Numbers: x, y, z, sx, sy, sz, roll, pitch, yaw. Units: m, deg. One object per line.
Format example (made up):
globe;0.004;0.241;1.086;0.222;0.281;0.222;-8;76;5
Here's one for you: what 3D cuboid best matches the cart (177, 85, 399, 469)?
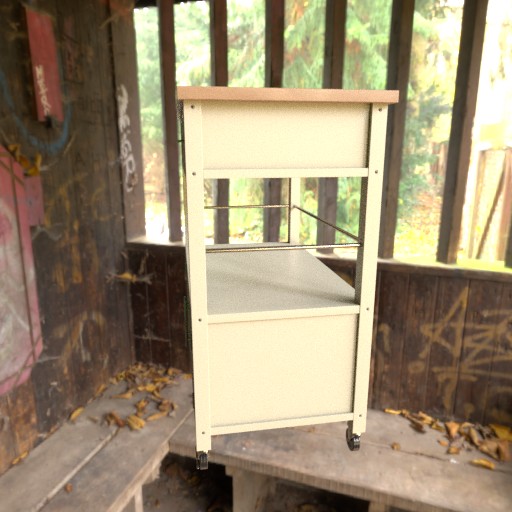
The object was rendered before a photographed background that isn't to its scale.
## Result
cart;0.000;0.000;1.395;0.459;0.901;0.840;-2;14;-10
